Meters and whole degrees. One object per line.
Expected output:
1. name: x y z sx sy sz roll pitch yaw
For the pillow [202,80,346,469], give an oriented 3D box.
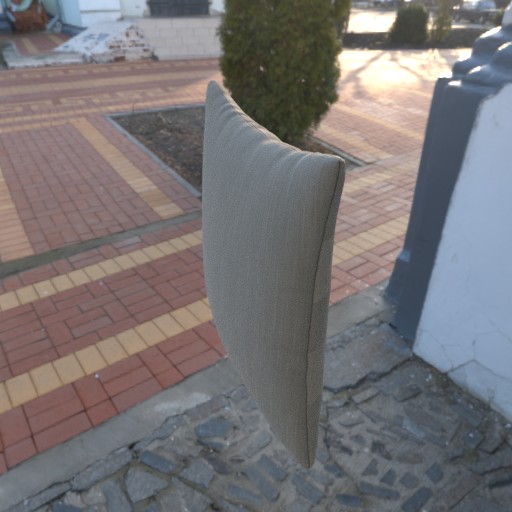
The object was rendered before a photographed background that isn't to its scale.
1. pillow: 0.000 0.000 0.780 0.161 0.509 0.511 -10 32 -17
